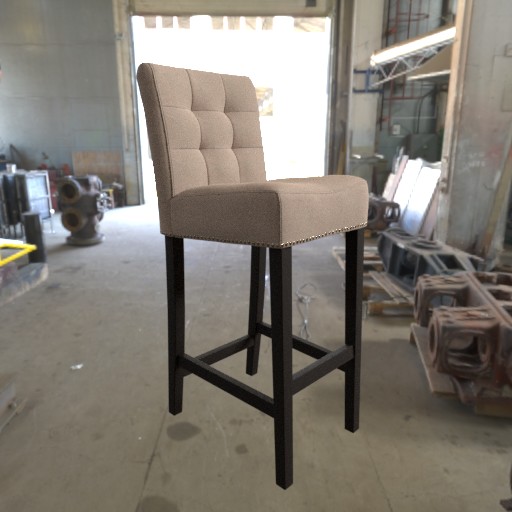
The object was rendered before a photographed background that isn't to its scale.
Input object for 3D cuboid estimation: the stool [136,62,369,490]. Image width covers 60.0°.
[{"bbox_3d":[0.000,0.000,1.278,0.548,1.047,0.411,14,20,43],"label":"stool"}]
